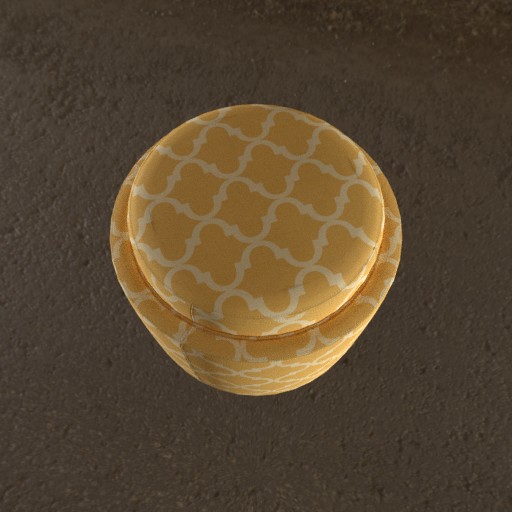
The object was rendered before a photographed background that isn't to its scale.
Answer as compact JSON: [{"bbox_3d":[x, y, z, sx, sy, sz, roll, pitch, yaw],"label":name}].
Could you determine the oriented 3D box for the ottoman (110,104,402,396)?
[{"bbox_3d":[0.000,0.000,0.849,0.480,0.429,0.480,0,64,0],"label":"ottoman"}]
